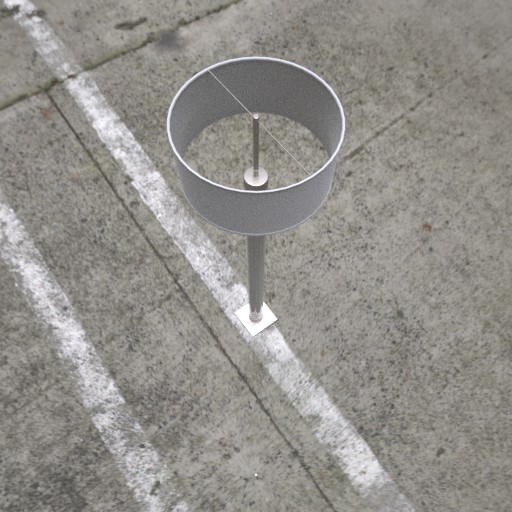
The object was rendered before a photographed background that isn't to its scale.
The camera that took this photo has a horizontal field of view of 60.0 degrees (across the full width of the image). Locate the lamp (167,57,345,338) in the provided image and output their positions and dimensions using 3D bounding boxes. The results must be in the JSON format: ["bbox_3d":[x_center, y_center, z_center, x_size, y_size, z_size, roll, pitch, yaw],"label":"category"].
[{"bbox_3d":[0.000,0.000,1.695,0.420,1.475,0.420,-34,68,-15],"label":"lamp"}]
